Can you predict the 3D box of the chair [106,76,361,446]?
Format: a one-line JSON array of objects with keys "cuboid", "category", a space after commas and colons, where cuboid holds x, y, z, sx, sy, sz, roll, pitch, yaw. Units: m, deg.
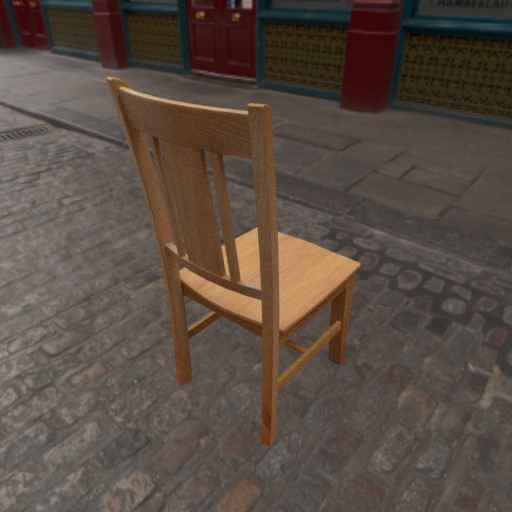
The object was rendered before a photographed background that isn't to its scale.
[{"cuboid": [0.000, 0.000, 1.293, 0.450, 0.998, 0.556, 23, 38, 33], "category": "chair"}]
